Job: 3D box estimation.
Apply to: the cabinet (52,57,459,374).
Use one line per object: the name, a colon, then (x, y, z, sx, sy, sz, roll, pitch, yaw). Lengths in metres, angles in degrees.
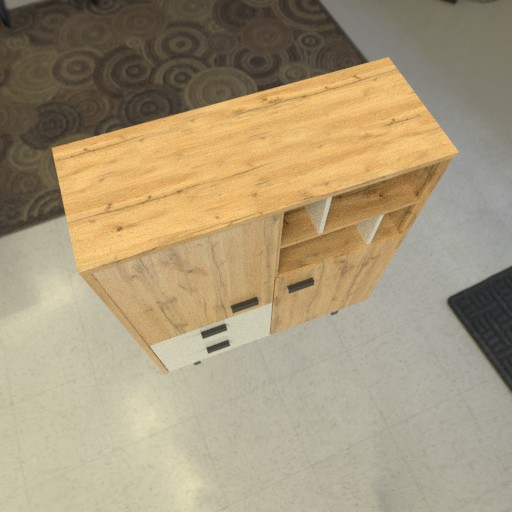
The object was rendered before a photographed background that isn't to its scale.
cabinet: (0.000, 0.000, 1.980, 1.168, 1.397, 0.473, -18, 64, -9)
